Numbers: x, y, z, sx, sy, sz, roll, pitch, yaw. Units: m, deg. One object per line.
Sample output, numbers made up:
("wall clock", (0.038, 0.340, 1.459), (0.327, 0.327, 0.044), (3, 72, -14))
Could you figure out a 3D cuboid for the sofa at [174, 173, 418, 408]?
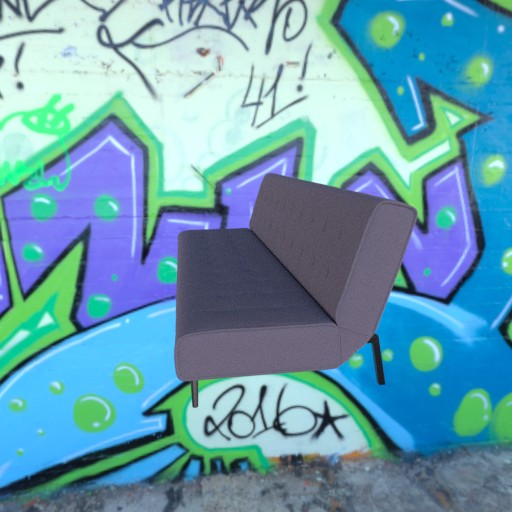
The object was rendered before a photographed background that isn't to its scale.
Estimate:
("sofa", (0.000, 0.000, 2.094), (0.747, 0.699, 1.703), (-2, 13, -9))
